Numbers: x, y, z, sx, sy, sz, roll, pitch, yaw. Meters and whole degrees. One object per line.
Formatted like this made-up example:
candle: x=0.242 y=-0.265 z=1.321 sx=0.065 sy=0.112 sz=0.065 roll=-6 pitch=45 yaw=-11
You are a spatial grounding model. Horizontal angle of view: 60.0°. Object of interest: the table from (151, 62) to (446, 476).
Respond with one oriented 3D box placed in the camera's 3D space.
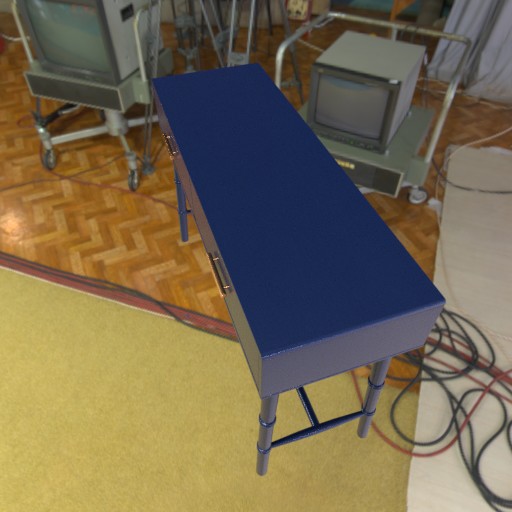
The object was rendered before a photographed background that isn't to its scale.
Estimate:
table: x=0.000 y=0.000 z=1.446 sx=0.399 sy=0.749 sz=1.118 roll=-14 pitch=49 yaw=-13
